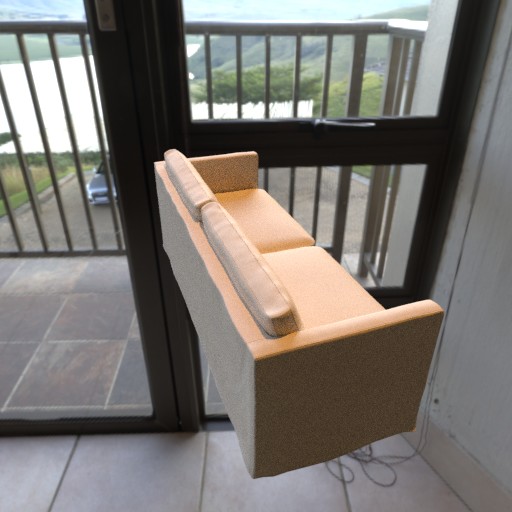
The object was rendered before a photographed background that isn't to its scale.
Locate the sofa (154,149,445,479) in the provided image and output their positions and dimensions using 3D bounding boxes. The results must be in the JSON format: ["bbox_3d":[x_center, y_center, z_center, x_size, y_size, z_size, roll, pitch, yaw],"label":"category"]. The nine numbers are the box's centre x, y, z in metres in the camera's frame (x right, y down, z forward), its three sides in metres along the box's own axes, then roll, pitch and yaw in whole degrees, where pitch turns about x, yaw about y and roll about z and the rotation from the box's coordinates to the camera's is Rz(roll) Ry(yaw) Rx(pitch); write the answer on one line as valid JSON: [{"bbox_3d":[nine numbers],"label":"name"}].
[{"bbox_3d":[0.000,0.000,3.281,1.036,0.999,2.779,-10,32,-17],"label":"sofa"}]
